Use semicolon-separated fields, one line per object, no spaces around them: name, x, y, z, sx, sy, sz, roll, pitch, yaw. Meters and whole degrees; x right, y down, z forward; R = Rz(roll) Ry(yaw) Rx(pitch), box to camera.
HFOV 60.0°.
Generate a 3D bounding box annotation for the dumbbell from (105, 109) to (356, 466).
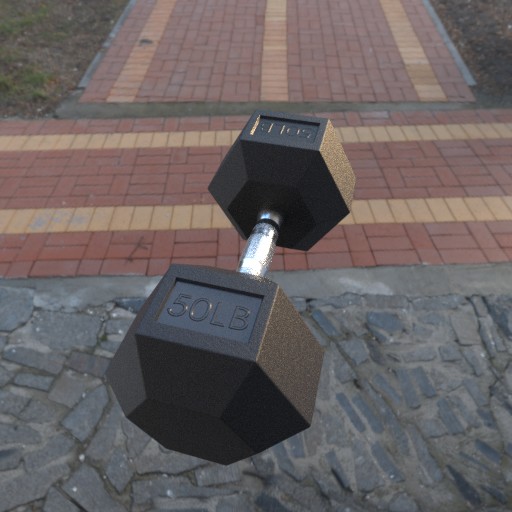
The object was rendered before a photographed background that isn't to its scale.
dumbbell;0.000;0.000;0.459;0.173;0.150;0.384;11;47;10
